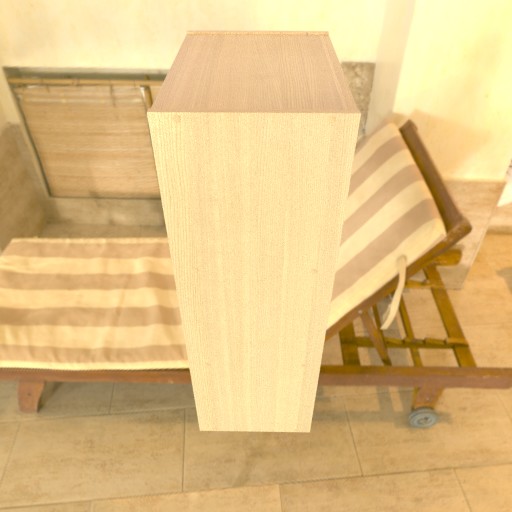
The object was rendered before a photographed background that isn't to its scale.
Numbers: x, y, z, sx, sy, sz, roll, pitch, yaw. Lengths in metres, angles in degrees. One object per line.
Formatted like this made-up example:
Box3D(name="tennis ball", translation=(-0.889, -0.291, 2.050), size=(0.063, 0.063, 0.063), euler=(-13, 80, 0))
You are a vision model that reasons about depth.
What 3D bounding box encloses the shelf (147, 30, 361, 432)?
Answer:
Box3D(name="shelf", translation=(0.000, 0.000, 1.049), size=(0.292, 0.876, 0.417), euler=(1, 41, 1))
